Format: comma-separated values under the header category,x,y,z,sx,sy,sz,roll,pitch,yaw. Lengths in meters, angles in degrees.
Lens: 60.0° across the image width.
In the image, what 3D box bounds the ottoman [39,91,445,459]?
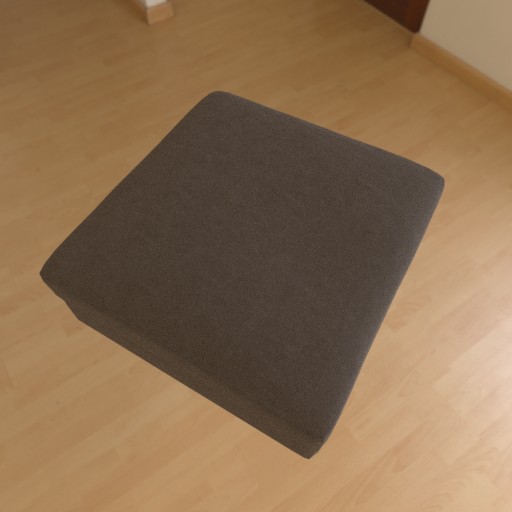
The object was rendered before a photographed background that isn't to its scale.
category,x,y,z,sx,sy,sz,roll,pitch,yaw
ottoman,0.000,0.000,1.401,0.861,0.482,0.881,26,61,16
